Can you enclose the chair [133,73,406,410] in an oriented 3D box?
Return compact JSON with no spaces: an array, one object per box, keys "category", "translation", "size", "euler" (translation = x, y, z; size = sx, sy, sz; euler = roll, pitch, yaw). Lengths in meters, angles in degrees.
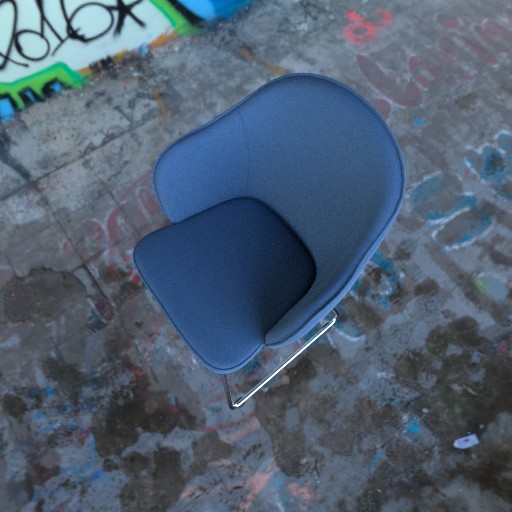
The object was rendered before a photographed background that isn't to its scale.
[{"category":"chair","translation":[0.000,0.000,1.226],"size":[0.585,0.815,0.570],"euler":[-34,68,-16]}]
